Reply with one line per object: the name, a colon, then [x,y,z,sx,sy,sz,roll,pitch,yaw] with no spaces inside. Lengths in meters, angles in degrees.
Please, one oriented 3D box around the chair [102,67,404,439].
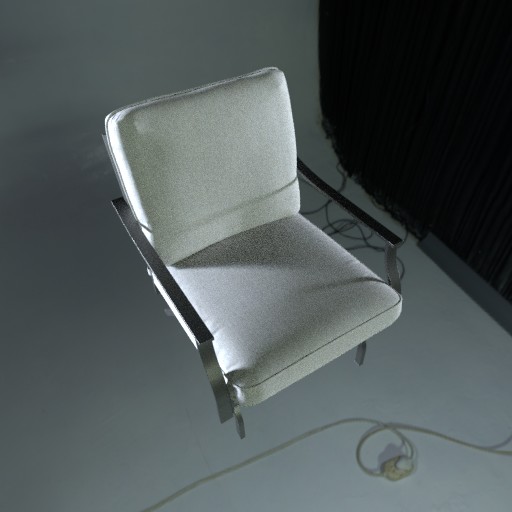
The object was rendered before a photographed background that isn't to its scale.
chair: [0.000,0.000,1.404,0.650,0.860,0.787,-24,51,-21]
